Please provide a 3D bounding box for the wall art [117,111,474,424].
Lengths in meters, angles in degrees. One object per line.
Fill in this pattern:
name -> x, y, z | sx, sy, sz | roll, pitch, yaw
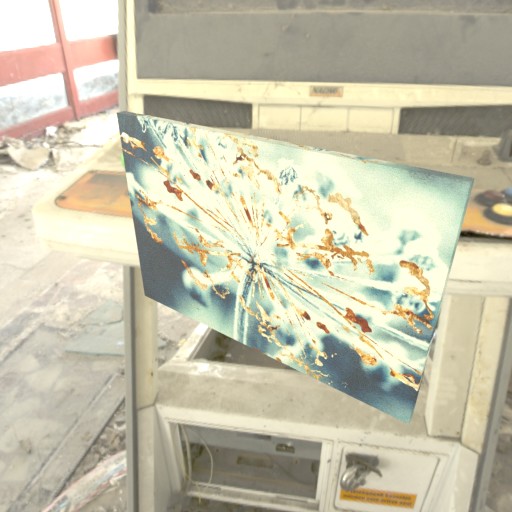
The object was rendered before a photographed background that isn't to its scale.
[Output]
wall art -> 0.000, 0.000, 1.425 | 1.138, 0.759, 0.035 | 20, 36, 30
